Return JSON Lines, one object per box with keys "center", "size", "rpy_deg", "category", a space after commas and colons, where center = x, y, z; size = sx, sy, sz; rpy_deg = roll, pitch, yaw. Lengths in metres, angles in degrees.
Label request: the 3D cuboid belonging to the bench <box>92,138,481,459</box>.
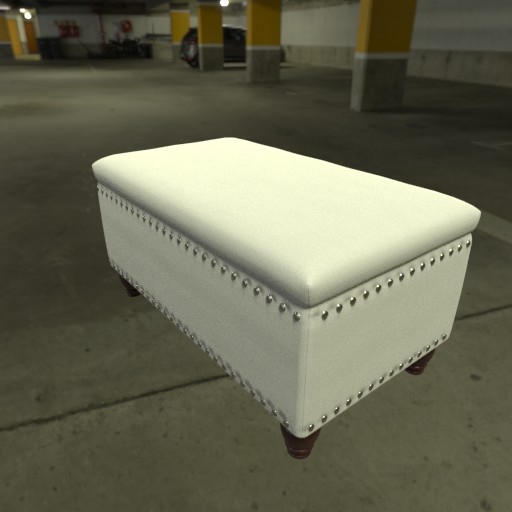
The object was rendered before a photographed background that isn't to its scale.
{"center": [0.000, 0.000, 1.173], "size": [0.500, 0.449, 0.887], "rpy_deg": [-19, 32, -34], "category": "bench"}
